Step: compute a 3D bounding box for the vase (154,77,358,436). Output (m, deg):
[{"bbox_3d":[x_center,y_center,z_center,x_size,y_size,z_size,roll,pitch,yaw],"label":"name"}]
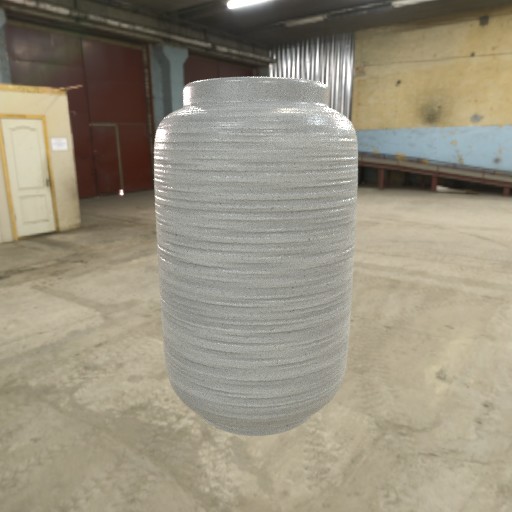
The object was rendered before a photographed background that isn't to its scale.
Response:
[{"bbox_3d":[0.000,0.000,0.467,0.202,0.335,0.202,0,14,0],"label":"vase"}]
